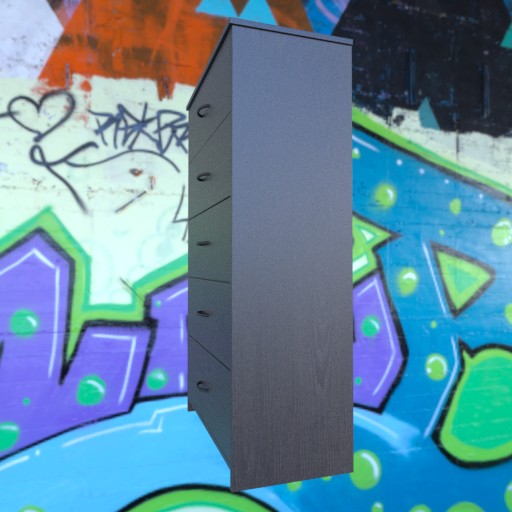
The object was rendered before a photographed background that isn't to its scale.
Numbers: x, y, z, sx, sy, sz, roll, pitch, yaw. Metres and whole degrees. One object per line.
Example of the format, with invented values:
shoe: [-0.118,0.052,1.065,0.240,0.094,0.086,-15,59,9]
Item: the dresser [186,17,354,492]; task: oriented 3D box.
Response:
dresser: [0.000,0.000,1.557,0.418,1.254,0.704,0,-1,-18]
